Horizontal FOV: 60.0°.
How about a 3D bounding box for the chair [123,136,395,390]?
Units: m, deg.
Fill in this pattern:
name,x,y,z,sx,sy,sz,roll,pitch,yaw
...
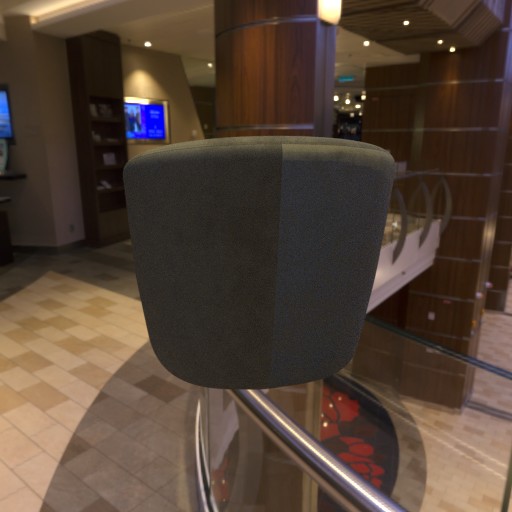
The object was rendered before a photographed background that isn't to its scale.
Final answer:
name,x,y,z,sx,sy,sz,roll,pitch,yaw
chair,0.000,0.000,1.352,0.773,0.698,0.767,-2,15,-8
